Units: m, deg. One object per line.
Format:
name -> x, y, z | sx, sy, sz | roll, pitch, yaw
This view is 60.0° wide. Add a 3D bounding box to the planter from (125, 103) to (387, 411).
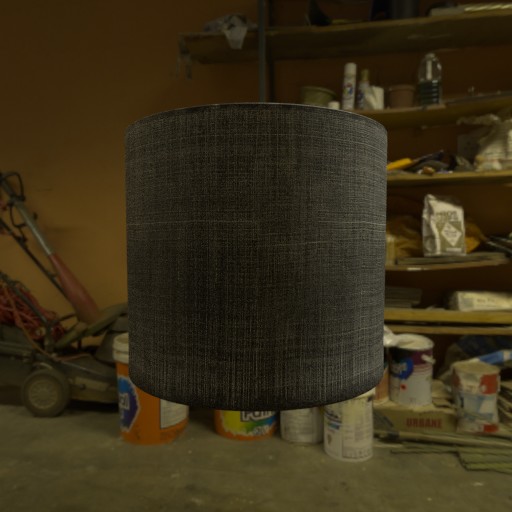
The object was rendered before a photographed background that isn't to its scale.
planter -> 0.000, 0.000, 0.393 | 0.221, 0.201, 0.221 | 0, 2, 0
